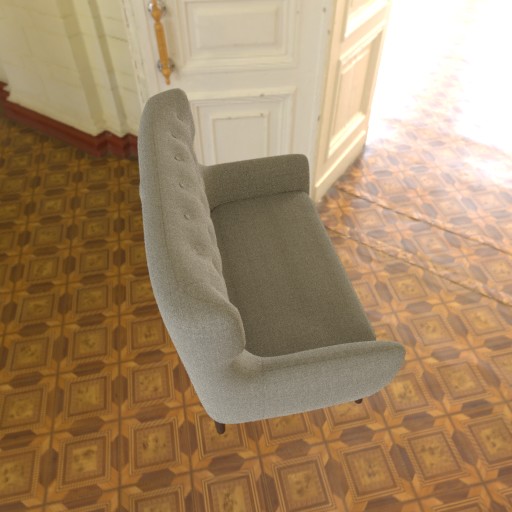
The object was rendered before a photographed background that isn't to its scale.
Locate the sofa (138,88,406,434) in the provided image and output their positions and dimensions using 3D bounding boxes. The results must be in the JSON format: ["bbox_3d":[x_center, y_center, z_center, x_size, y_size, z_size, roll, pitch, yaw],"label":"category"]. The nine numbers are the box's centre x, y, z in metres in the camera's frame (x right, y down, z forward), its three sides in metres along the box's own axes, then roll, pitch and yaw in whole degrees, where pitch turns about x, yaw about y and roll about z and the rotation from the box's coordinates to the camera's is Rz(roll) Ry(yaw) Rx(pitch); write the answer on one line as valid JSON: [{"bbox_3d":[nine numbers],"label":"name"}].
[{"bbox_3d":[0.000,0.000,2.027,0.884,1.028,1.386,-9,48,-8],"label":"sofa"}]
